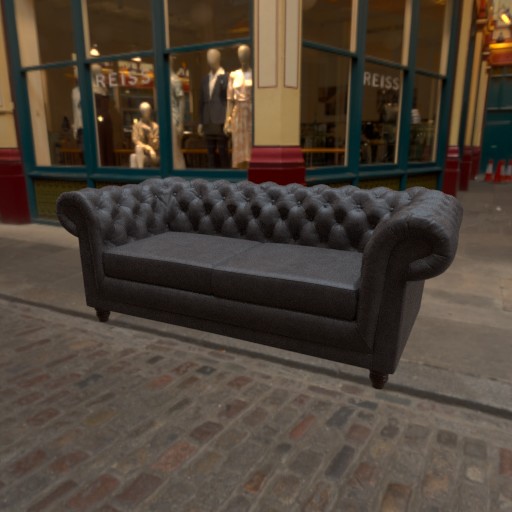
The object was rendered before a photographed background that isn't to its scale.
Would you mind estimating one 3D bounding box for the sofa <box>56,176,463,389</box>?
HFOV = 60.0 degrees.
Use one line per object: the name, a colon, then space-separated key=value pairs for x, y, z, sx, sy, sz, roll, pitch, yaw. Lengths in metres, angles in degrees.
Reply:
sofa: x=0.000 y=0.000 z=2.475 sx=2.048 sy=0.779 sz=0.944 roll=7 pitch=16 yaw=26
